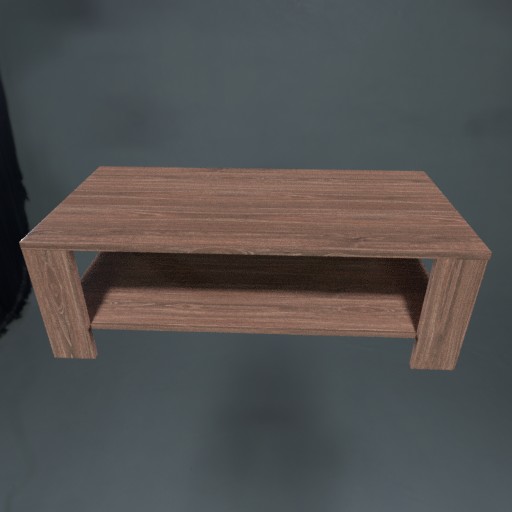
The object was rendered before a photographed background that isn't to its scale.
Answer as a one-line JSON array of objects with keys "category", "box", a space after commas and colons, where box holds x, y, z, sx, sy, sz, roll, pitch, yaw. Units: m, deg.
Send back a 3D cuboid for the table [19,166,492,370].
[{"category": "table", "box": [0.000, 0.000, 1.483, 1.200, 0.400, 0.600, 1, 30, 2]}]
